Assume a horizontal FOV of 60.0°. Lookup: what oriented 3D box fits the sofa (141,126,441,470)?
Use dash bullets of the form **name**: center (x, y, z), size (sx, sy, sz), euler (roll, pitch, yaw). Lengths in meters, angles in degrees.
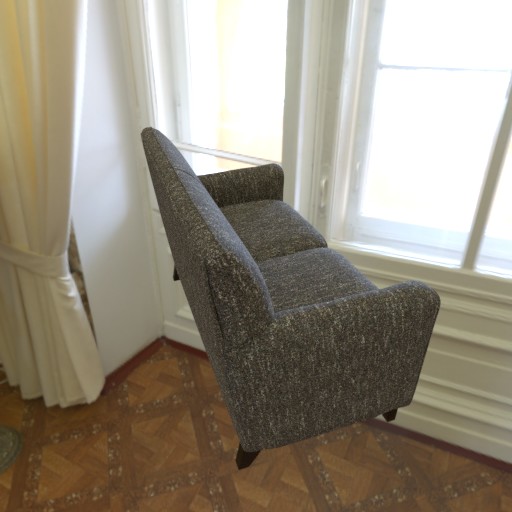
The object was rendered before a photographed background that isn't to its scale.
- **sofa**: center (0.000, 0.000, 2.052), size (0.801, 0.946, 1.519), euler (-10, 31, -17)
